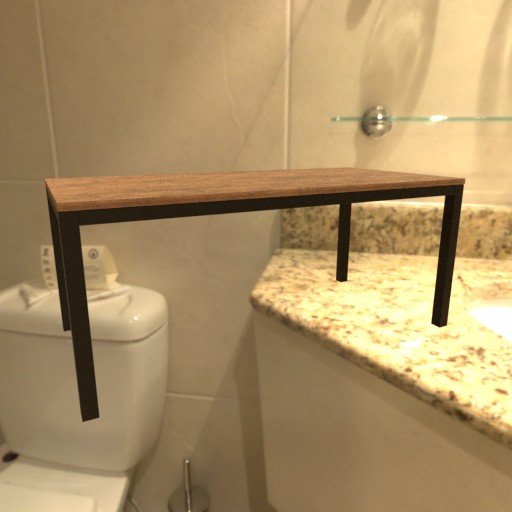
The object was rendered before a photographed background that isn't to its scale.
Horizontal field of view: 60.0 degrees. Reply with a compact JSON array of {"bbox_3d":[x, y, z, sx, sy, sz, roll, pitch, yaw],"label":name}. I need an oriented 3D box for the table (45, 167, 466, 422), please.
[{"bbox_3d":[0.000,0.000,2.219,1.805,0.767,0.893,-8,17,-26],"label":"table"}]
